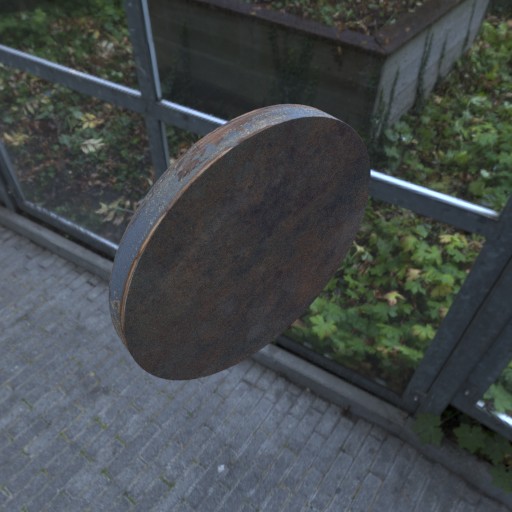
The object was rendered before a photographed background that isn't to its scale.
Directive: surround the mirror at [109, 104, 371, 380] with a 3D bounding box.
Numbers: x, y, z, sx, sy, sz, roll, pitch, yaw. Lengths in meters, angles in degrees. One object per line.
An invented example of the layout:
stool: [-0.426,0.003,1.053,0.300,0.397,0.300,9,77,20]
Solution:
mirror: [0.000,0.000,0.865,0.585,0.585,0.061,-31,54,-26]
